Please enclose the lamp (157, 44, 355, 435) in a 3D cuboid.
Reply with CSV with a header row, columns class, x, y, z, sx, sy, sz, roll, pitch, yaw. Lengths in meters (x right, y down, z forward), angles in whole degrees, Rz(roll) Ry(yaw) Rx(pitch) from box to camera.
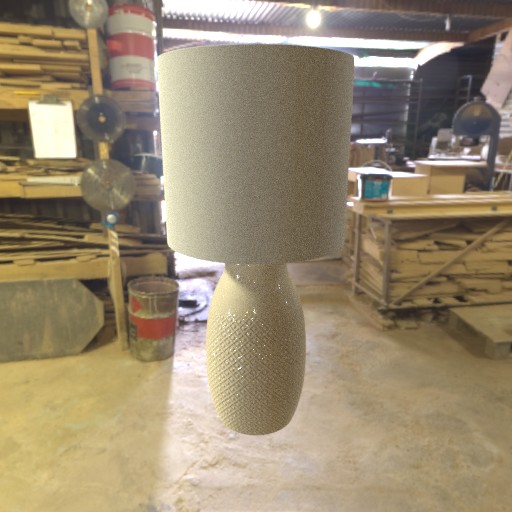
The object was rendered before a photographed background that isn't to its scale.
class,x,y,z,sx,sy,sz,roll,pitch,yaw
lamp,0.000,0.000,0.558,0.217,0.453,0.217,-3,17,-11
